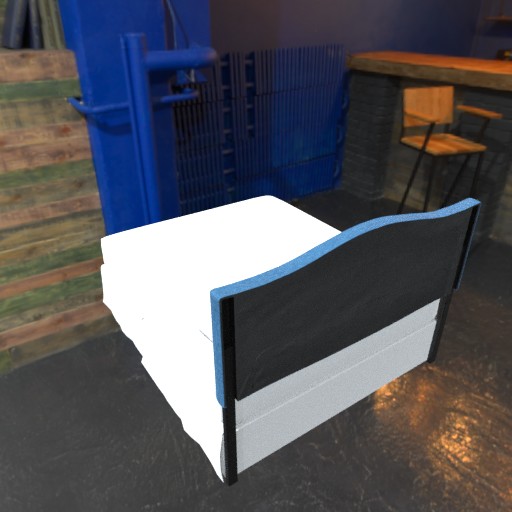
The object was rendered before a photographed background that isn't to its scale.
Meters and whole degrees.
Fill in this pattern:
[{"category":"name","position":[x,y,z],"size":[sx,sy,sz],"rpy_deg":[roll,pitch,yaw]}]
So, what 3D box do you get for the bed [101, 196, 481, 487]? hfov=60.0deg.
[{"category":"bed","position":[0.000,0.000,2.848],"size":[1.610,1.169,1.872],"rpy_deg":[-18,34,-29]}]
